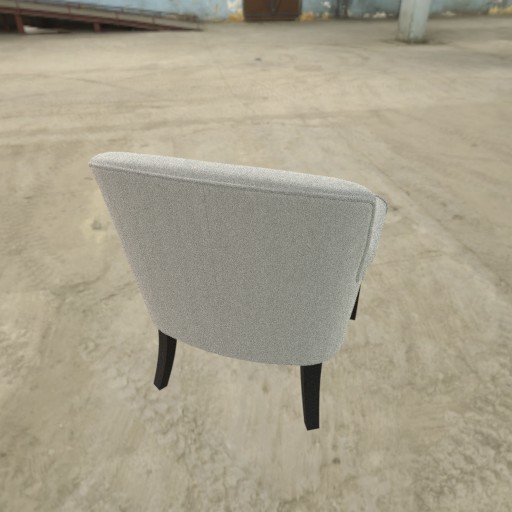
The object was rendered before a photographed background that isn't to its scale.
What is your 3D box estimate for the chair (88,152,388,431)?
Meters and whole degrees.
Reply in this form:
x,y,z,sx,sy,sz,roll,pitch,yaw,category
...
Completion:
x,y,z,sx,sy,sz,roll,pitch,yaw,category
0.000,0.000,1.470,0.781,0.875,0.750,10,34,15,chair
